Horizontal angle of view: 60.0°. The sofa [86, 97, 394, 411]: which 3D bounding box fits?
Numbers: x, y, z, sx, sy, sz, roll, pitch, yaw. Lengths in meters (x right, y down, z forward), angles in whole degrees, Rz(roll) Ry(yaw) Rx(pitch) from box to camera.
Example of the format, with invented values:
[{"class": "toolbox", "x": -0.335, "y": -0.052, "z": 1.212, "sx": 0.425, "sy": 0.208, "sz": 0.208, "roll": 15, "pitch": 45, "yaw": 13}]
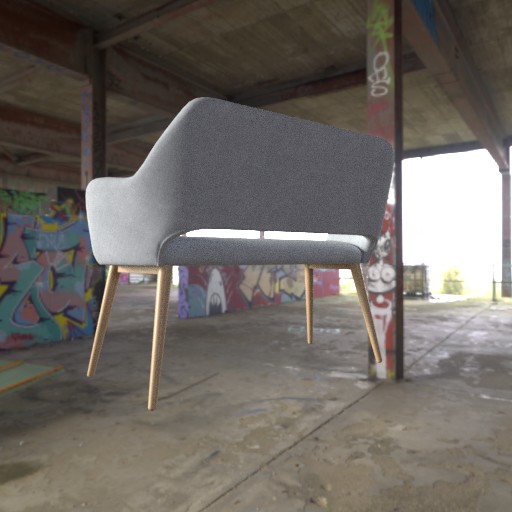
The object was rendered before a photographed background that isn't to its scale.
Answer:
[{"class": "sofa", "x": 0.000, "y": 0.000, "z": 1.608, "sx": 1.150, "sy": 0.840, "sz": 0.610, "roll": 0, "pitch": 0, "yaw": -35}]
